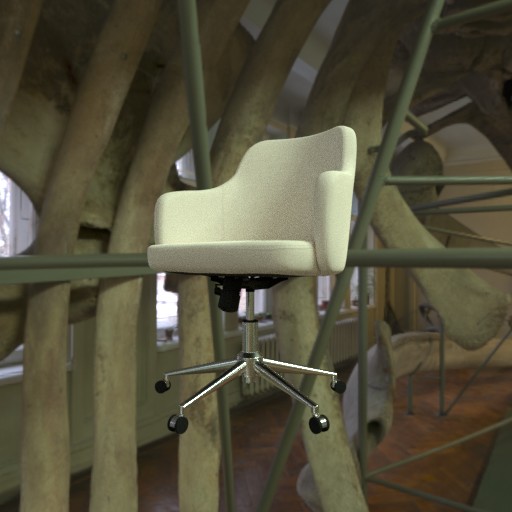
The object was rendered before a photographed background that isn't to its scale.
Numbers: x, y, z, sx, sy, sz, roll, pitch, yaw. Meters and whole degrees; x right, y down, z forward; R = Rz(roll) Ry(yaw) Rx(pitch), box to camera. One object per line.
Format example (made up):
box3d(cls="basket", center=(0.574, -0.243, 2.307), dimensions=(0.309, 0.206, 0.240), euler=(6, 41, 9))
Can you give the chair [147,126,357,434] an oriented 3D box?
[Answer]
box3d(cls="chair", center=(0.000, 0.000, 1.274), dimensions=(0.602, 0.819, 0.647), euler=(0, -1, 37))
